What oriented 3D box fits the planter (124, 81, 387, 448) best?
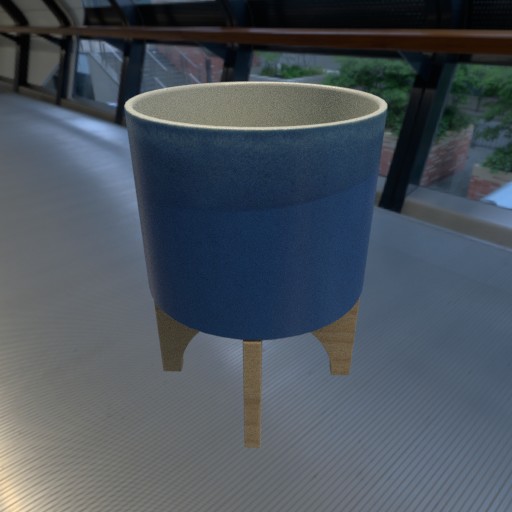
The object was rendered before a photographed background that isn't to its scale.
[{"bbox_3d":[0.000,0.000,0.542,0.261,0.367,0.261,0,29,0],"label":"planter"}]
